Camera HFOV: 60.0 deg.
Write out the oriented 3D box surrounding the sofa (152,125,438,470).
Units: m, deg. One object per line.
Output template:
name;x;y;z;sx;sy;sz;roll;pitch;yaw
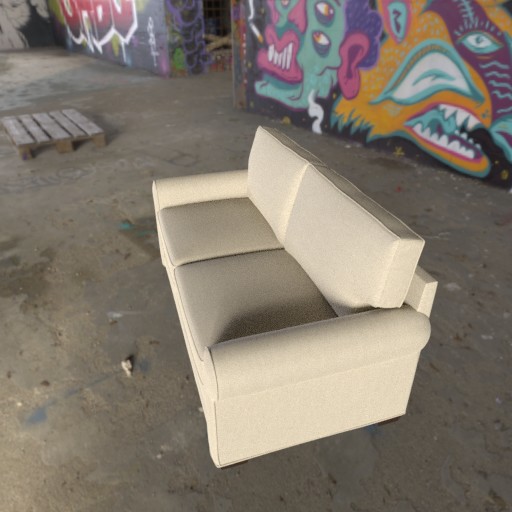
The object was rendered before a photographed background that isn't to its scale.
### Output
sofa;0.000;0.000;2.265;0.861;0.933;1.774;-9;32;-15
